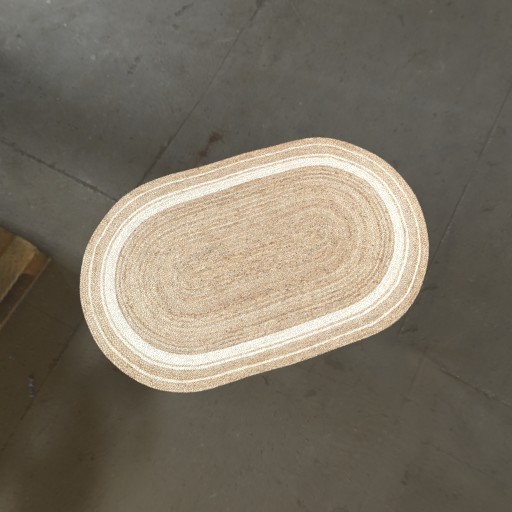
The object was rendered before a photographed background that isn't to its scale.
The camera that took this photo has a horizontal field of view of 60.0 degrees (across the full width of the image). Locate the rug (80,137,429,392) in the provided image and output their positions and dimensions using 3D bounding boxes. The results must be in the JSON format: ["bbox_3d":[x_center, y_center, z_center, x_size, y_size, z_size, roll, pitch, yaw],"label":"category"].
[{"bbox_3d":[0.000,0.000,3.051,2.432,0.006,1.520,-17,77,-4],"label":"rug"}]
